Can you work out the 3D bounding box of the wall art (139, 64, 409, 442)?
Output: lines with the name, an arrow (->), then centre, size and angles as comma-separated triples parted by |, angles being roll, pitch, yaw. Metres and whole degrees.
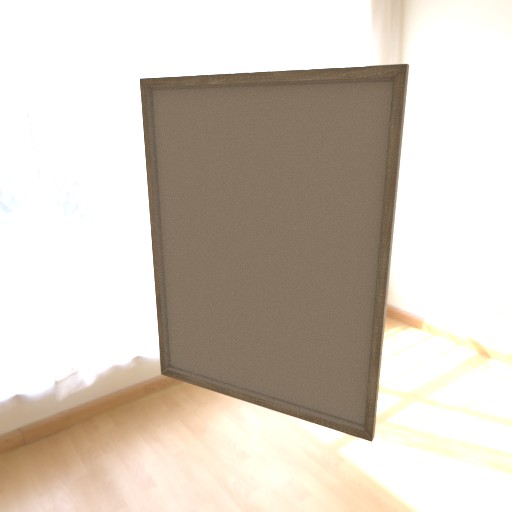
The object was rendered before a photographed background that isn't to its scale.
wall art -> 0.000, 0.000, 1.329 | 0.781, 1.022, 0.035 | 9, 19, 26
